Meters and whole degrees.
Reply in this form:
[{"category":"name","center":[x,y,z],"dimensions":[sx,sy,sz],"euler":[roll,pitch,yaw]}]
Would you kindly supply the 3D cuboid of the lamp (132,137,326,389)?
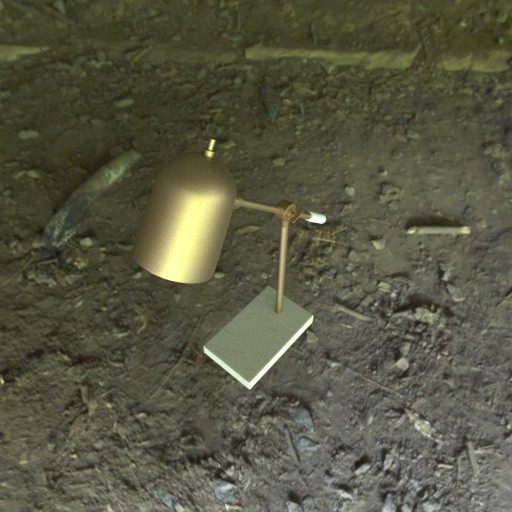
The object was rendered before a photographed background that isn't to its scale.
[{"category":"lamp","center":[0.000,0.000,0.847],"dimensions":[0.144,0.603,0.471],"euler":[32,55,26]}]
